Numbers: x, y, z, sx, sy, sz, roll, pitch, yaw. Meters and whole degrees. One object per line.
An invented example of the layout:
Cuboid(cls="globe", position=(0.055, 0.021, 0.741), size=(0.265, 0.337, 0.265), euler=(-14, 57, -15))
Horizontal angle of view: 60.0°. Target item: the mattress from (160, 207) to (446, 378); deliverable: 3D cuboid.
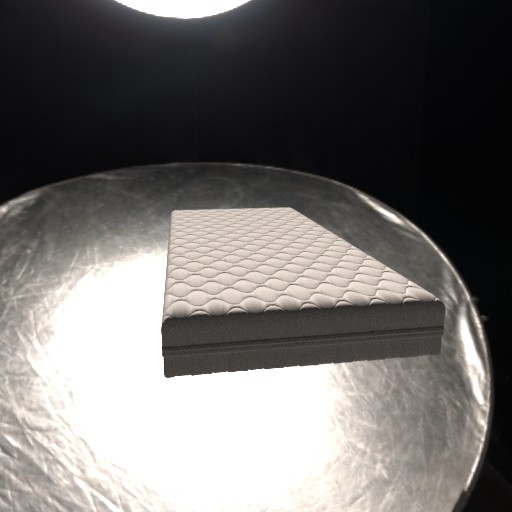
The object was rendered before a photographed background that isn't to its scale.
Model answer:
Cuboid(cls="mattress", position=(0.000, 0.000, 2.308), size=(0.900, 0.200, 2.000), euler=(-3, 15, -9))
